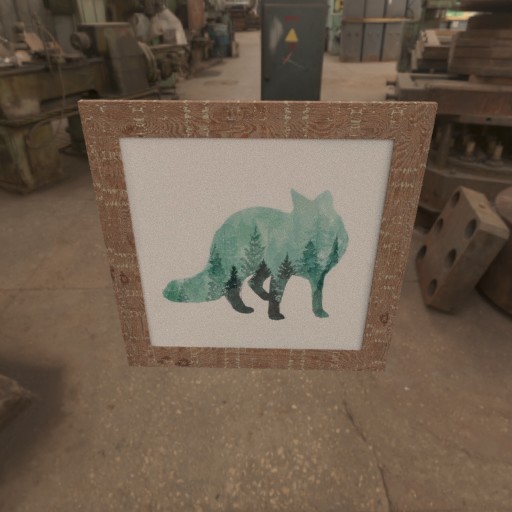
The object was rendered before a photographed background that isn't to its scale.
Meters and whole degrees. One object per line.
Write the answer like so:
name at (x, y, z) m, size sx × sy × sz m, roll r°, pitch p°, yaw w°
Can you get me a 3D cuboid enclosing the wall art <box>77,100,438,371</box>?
wall art at (0.000, 0.000, 0.573) m, size 0.384 × 0.384 × 0.012 m, roll 1°, pitch 30°, yaw 1°
